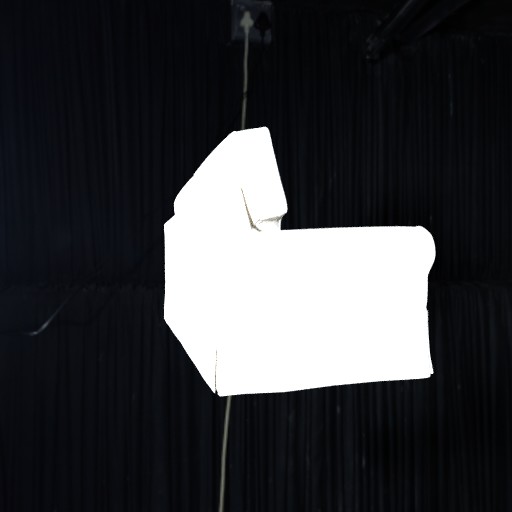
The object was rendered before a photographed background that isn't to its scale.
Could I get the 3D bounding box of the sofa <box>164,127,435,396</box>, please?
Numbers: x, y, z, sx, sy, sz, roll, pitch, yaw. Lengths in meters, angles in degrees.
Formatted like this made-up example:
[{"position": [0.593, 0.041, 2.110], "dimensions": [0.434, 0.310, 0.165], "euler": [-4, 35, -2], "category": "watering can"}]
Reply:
[{"position": [0.000, 0.000, 2.502], "dimensions": [0.862, 0.937, 2.021], "euler": [0, 0, -17], "category": "sofa"}]
